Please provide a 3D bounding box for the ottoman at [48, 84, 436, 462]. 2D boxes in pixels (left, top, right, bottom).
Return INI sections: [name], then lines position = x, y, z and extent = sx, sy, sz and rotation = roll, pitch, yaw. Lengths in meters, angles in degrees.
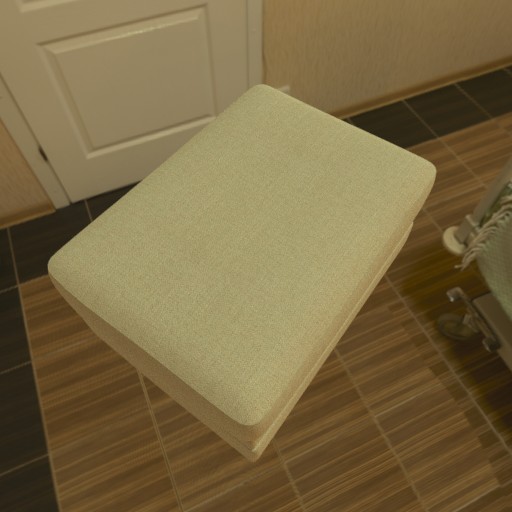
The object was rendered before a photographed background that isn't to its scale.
[ottoman]
position = 0.000, 0.000, 1.274
extent = 0.637, 0.478, 0.885
rotation = 32, 63, 19
